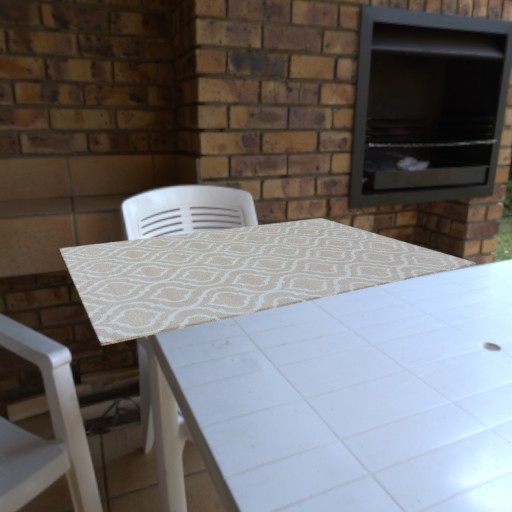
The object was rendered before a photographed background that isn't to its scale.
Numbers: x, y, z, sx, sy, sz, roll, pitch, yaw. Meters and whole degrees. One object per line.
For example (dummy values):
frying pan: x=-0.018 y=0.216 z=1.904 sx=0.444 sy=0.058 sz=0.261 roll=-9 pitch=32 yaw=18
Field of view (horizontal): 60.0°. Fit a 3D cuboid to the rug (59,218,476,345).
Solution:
rug: x=0.000 y=0.000 z=2.767 sx=2.134 sy=0.010 sz=1.524 roll=-9 pitch=18 yaw=-27
